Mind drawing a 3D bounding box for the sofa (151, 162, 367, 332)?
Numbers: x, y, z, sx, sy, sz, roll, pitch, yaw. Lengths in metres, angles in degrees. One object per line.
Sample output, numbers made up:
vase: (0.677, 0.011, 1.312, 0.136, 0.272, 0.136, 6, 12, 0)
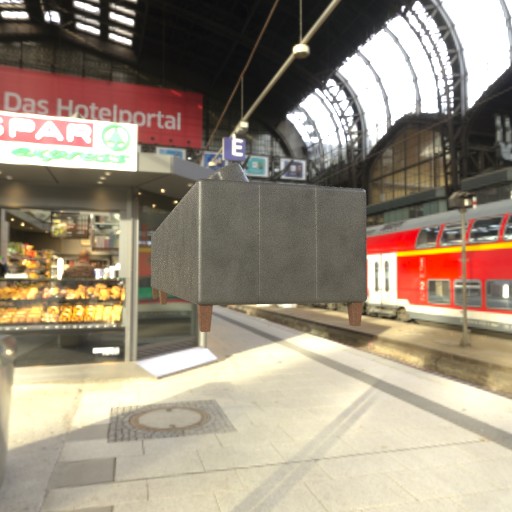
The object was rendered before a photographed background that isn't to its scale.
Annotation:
sofa: (0.000, 0.000, 3.883, 1.581, 0.883, 3.203, 1, -3, -17)
